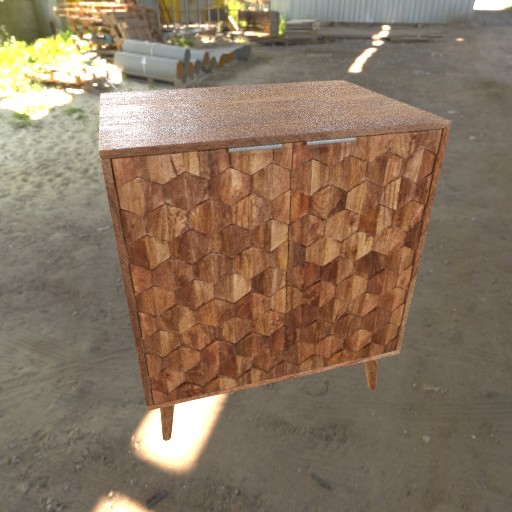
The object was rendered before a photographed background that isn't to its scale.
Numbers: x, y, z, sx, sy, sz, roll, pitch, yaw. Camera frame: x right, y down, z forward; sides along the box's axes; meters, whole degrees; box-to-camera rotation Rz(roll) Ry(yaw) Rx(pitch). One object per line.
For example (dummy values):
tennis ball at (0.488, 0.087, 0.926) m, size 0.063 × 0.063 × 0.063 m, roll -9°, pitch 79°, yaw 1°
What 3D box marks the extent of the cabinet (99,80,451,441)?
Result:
cabinet at (0.000, 0.000, 1.153) m, size 0.647 × 0.758 × 0.473 m, roll -9°, pitch 32°, yaw -14°
